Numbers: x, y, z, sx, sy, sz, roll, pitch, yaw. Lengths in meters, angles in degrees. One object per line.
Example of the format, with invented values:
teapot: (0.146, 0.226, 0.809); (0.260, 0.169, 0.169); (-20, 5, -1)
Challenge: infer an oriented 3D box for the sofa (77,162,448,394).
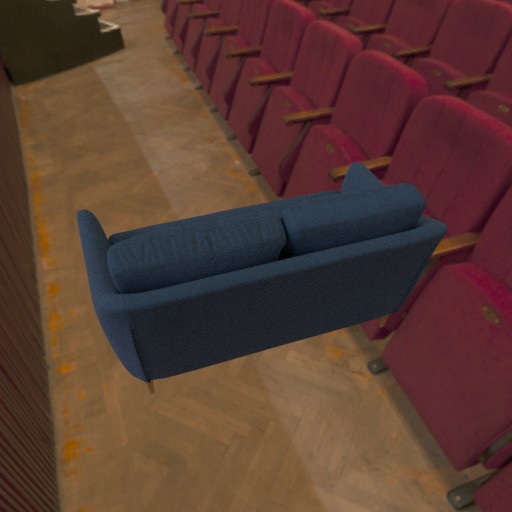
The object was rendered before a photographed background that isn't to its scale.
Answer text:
sofa: (0.000, 0.000, 2.215); (1.619, 0.902, 0.960); (-13, 44, -14)
